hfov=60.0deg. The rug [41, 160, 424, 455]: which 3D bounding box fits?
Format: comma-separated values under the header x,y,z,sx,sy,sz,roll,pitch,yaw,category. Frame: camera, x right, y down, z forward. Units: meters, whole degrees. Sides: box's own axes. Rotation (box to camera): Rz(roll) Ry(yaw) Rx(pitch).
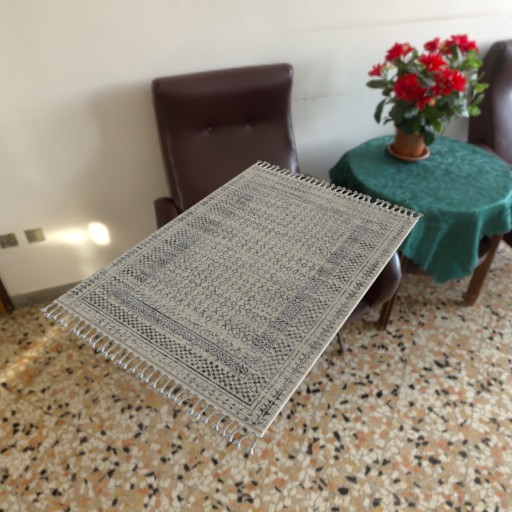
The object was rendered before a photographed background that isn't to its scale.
x,y,z,sx,sy,sz,roll,pitch,yaw,category
0.000,0.000,2.417,1.243,0.013,1.872,24,45,26,rug
